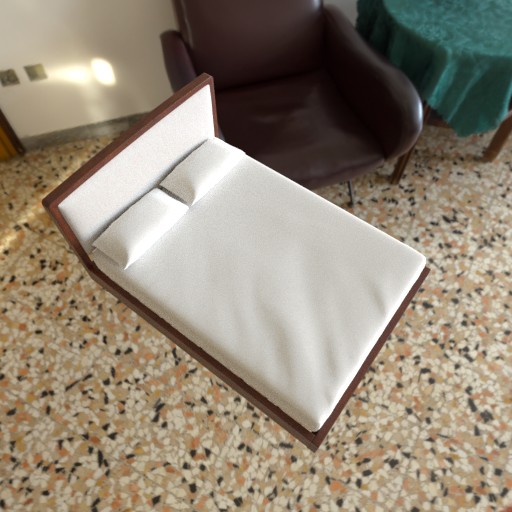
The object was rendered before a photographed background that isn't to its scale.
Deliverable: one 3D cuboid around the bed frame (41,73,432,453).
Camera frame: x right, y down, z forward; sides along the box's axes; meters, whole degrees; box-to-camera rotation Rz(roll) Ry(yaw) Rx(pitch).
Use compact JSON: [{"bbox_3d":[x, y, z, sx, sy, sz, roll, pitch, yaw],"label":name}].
[{"bbox_3d":[0.000,0.000,3.266,2.171,1.279,1.587,33,64,18],"label":"bed frame"}]
